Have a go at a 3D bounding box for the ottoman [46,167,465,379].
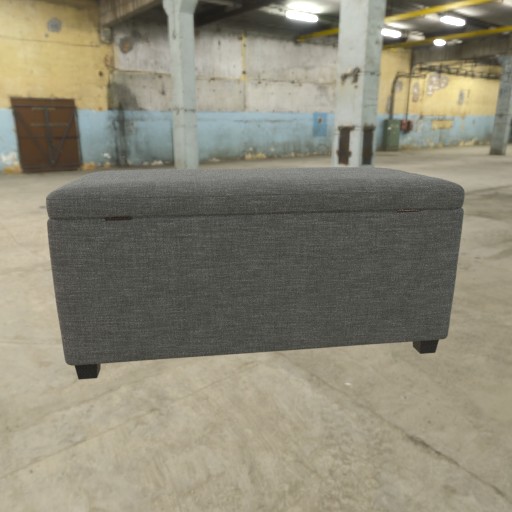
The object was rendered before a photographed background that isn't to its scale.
[{"bbox_3d":[0.000,0.000,1.143,0.902,0.432,0.419,-2,16,-8],"label":"ottoman"}]
